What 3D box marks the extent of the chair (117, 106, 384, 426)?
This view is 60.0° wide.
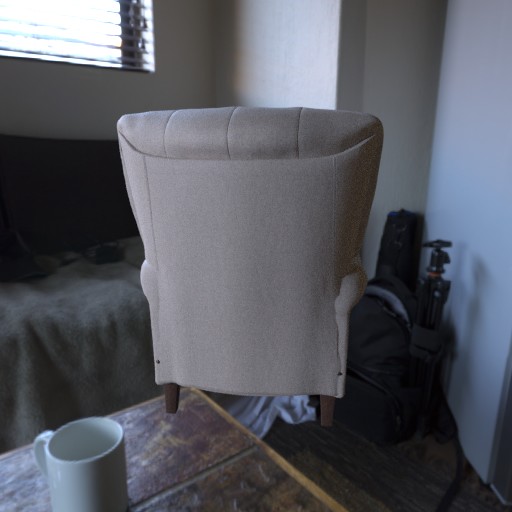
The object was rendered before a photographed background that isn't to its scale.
[{"bbox_3d":[0.000,0.000,1.946,0.942,1.209,1.025,2,16,7],"label":"chair"}]
